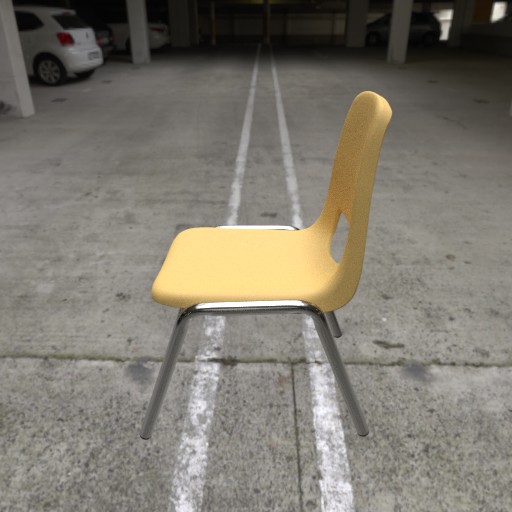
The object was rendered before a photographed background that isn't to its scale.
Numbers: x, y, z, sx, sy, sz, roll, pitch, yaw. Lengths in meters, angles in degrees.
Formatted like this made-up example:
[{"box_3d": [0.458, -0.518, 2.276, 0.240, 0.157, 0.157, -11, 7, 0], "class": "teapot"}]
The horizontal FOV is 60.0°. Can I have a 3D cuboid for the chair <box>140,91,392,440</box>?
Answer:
[{"box_3d": [0.000, 0.000, 0.842, 0.423, 0.586, 0.354, 0, 25, 1], "class": "chair"}]
